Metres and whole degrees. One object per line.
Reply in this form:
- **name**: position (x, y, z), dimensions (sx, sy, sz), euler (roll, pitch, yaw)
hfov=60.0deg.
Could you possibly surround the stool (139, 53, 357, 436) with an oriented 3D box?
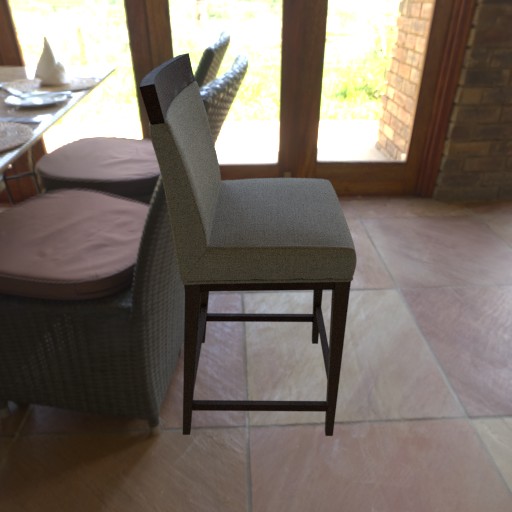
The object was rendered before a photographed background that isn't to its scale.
- **stool**: position (0.000, 0.000, 1.401), dimensions (0.531, 1.117, 0.511), euler (0, 31, 0)
